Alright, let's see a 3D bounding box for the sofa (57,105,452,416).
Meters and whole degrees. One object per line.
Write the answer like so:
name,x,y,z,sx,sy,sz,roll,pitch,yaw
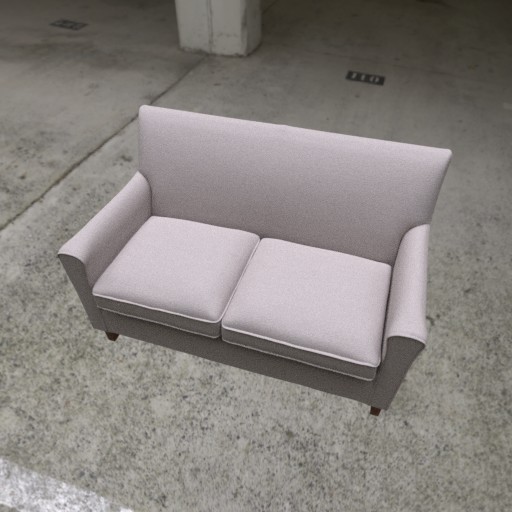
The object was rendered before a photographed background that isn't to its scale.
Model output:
sofa,0.000,0.000,2.045,1.482,0.890,0.888,12,44,13
